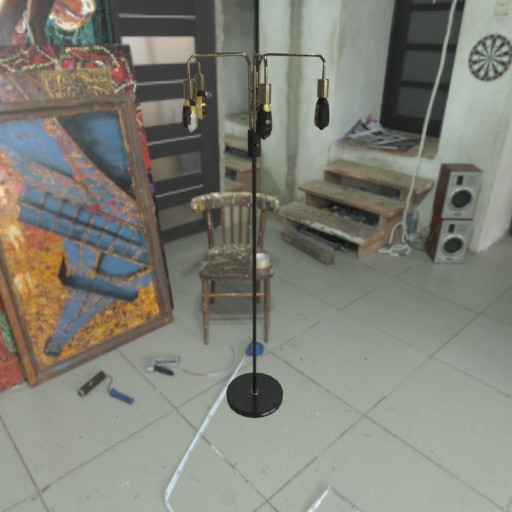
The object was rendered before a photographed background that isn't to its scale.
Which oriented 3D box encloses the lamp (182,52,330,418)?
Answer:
[{"bbox_3d":[0.000,0.000,2.063,0.599,1.721,0.572,8,27,16],"label":"lamp"}]
